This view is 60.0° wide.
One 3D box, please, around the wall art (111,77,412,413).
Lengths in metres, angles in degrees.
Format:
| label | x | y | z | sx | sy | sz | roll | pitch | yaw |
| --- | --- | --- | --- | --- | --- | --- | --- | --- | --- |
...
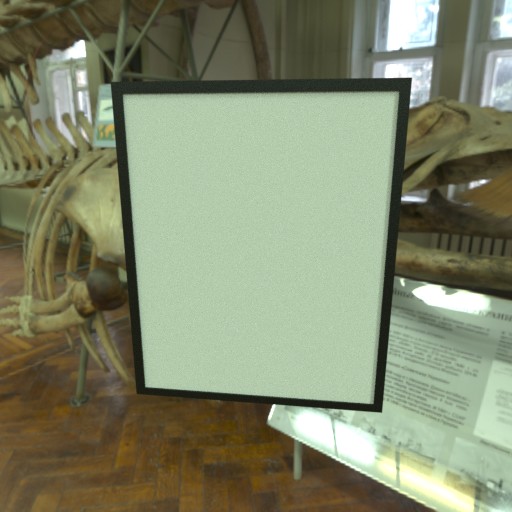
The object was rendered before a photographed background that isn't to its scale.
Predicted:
| label | x | y | z | sx | sy | sz | roll | pitch | yaw |
| --- | --- | --- | --- | --- | --- | --- | --- | --- | --- |
| wall art | 0.000 | 0.000 | 0.537 | 0.325 | 0.397 | 0.018 | 2 | 16 | 7 |
